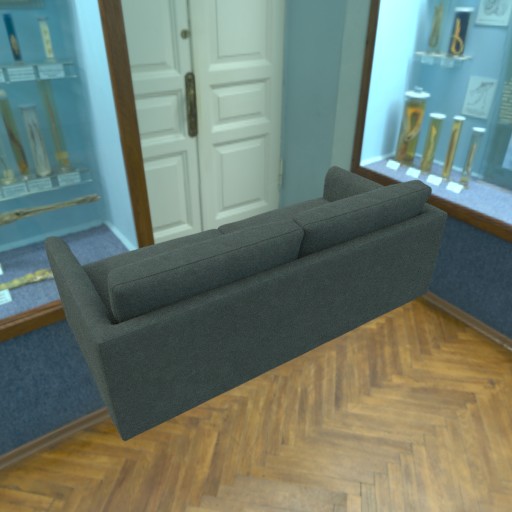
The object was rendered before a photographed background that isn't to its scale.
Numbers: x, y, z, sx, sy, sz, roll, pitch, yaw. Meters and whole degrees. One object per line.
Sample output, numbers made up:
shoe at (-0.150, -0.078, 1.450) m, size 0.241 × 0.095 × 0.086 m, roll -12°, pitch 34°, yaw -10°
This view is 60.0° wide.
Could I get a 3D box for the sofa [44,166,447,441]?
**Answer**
sofa at (0.000, 0.000, 2.806) m, size 2.257 × 0.838 × 1.092 m, roll -19°, pitch 36°, yaw -28°
